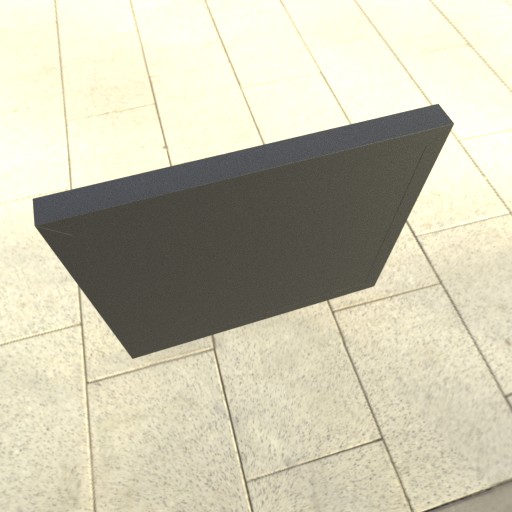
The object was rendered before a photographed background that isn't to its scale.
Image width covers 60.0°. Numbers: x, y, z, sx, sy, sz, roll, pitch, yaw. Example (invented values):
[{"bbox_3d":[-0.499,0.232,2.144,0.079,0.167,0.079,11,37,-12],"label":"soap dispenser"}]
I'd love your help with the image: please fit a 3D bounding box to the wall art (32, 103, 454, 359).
[{"bbox_3d":[0.000,0.000,0.532,0.381,0.330,0.029,-15,60,-9],"label":"wall art"}]
